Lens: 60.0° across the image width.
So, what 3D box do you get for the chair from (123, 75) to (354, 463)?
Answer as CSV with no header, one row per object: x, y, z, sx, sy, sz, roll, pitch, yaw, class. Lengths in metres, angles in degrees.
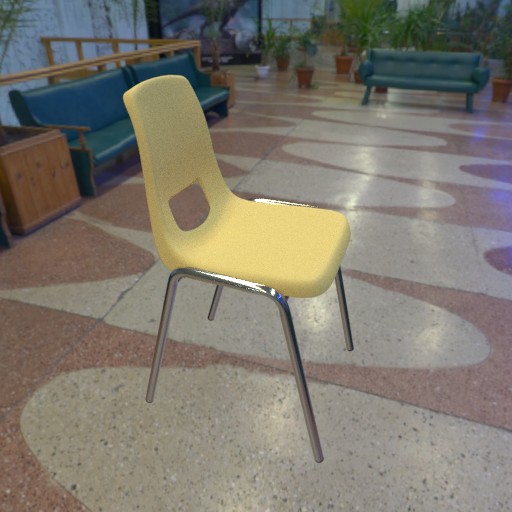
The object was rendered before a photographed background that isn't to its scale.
0.000,0.000,0.960,0.436,0.704,0.381,11,31,18,chair
